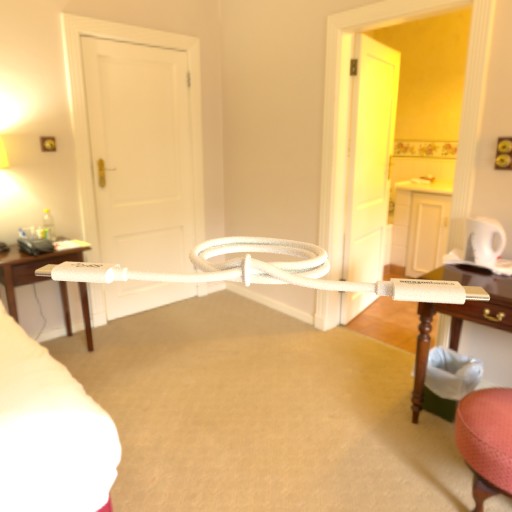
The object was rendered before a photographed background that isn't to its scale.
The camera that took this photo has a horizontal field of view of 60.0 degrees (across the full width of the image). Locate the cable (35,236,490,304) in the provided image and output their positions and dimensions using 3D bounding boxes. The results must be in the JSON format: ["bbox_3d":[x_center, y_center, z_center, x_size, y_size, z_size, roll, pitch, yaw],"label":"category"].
[{"bbox_3d":[0.000,0.000,0.209,0.186,0.014,0.070,2,15,9],"label":"cable"}]
